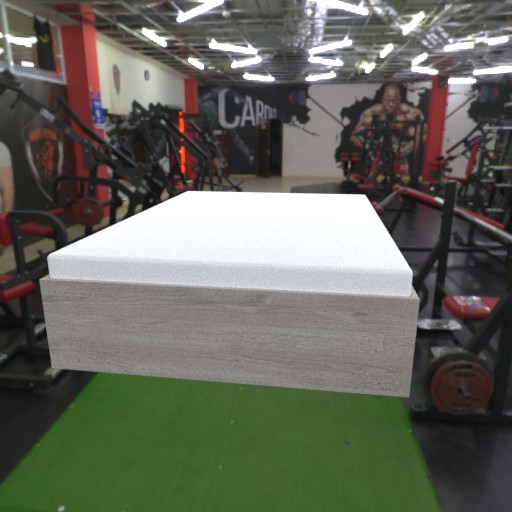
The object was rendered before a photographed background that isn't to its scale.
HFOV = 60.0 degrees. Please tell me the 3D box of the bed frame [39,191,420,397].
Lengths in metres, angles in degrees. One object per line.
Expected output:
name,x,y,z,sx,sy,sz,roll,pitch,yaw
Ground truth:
bed frame,0.000,0.000,2.619,1.448,0.490,1.944,2,16,8
